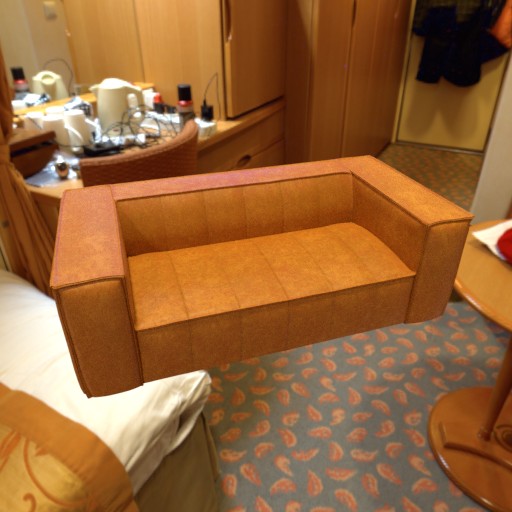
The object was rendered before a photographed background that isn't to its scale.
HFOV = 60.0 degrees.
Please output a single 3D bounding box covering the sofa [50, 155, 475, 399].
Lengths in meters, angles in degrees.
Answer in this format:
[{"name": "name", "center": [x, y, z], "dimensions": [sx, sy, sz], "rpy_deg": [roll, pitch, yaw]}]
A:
[{"name": "sofa", "center": [0.000, 0.000, 2.604], "dimensions": [2.088, 0.703, 1.102], "rpy_deg": [-10, 32, -15]}]
